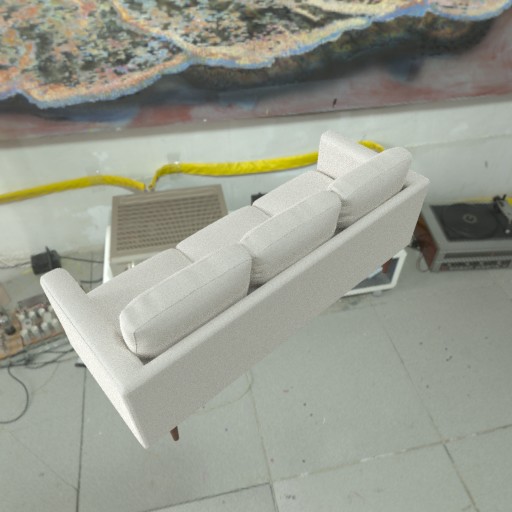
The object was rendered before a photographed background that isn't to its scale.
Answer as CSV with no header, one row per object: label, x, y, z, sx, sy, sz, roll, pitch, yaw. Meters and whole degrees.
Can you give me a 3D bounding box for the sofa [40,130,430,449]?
sofa,0.000,0.000,2.481,2.029,0.912,0.802,-32,53,-28
